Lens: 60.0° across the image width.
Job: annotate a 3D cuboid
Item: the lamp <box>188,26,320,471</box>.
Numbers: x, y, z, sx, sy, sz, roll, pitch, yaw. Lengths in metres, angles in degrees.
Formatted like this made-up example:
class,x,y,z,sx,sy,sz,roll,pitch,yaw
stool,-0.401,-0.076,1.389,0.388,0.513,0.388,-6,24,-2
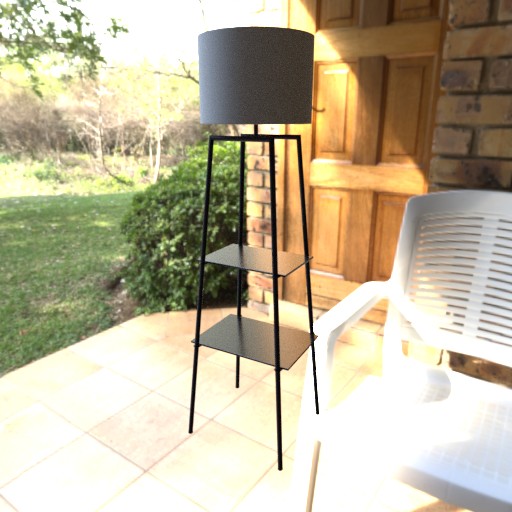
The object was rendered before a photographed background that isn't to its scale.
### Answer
class,x,y,z,sx,sy,sz,roll,pitch,yaw
lamp,0.000,0.000,1.647,0.427,1.474,0.384,9,20,28
